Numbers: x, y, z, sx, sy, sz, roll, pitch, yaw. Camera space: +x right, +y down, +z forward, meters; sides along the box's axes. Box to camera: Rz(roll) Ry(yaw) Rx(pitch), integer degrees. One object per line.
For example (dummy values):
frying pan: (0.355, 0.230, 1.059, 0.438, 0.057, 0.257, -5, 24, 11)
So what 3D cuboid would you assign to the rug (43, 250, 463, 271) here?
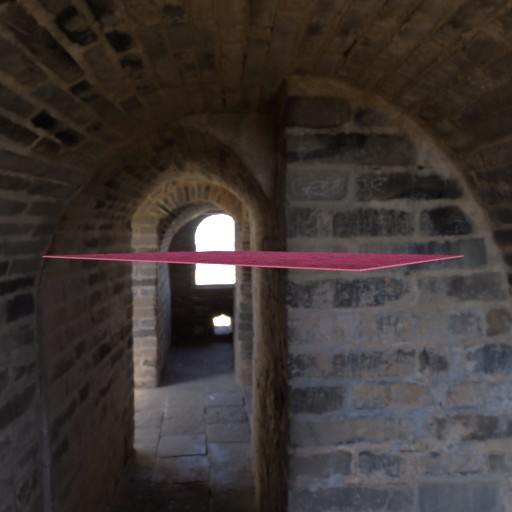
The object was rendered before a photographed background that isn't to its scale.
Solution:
rug: (0.000, 0.000, 3.918, 2.929, 0.012, 2.300, 2, 3, 36)
